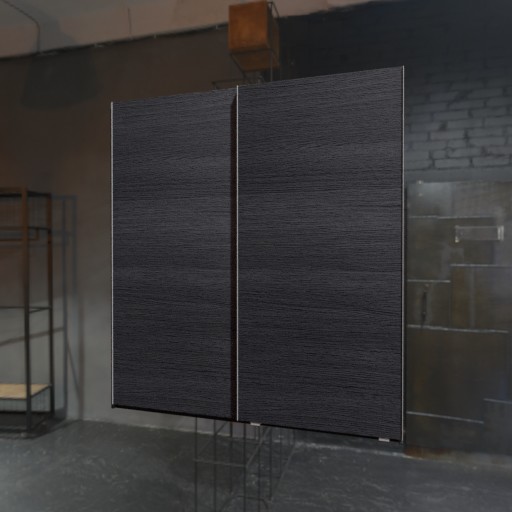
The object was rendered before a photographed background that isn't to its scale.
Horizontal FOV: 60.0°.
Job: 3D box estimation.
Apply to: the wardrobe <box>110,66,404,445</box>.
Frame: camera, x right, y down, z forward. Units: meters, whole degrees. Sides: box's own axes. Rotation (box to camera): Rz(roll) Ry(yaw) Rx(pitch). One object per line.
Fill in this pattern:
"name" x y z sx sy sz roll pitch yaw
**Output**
"wardrobe" 0.000 0.000 2.836 1.780 1.960 0.629 0 0 17
